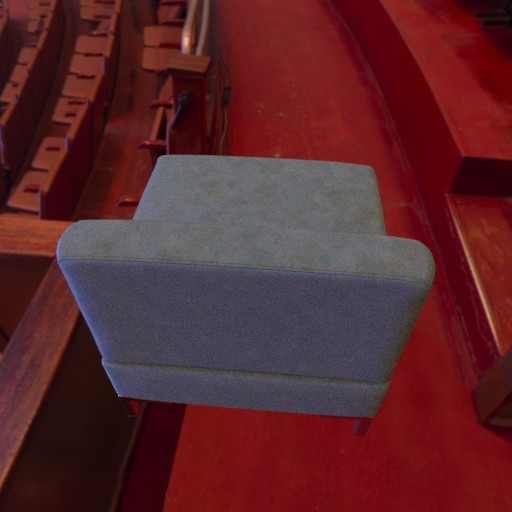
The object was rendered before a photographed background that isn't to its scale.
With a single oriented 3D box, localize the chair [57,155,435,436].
[{"bbox_3d":[0.000,0.000,1.196,0.684,0.660,0.685,4,47,3],"label":"chair"}]
